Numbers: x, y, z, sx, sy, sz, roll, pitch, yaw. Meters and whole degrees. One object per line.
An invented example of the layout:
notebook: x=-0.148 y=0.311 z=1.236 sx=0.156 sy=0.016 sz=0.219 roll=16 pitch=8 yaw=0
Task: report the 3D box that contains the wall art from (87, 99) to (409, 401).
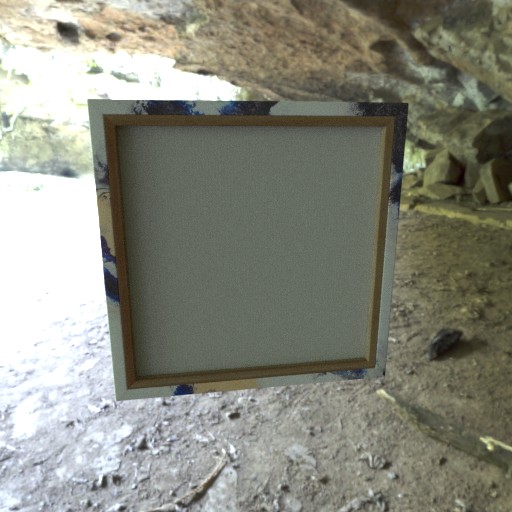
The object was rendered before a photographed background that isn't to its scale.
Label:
wall art: x=0.000 y=0.000 z=1.340 sx=0.887 sy=0.885 sz=0.038 roll=-2 pitch=16 yaw=-9
